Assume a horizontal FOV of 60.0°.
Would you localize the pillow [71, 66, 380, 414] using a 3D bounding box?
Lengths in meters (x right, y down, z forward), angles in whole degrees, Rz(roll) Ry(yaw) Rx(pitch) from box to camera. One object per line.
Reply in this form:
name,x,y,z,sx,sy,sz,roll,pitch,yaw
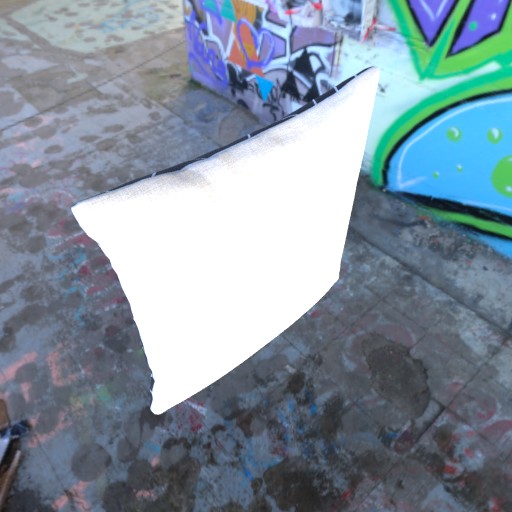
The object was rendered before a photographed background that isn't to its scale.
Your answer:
pillow,0.000,0.000,0.763,0.517,0.508,0.158,-33,54,-28
